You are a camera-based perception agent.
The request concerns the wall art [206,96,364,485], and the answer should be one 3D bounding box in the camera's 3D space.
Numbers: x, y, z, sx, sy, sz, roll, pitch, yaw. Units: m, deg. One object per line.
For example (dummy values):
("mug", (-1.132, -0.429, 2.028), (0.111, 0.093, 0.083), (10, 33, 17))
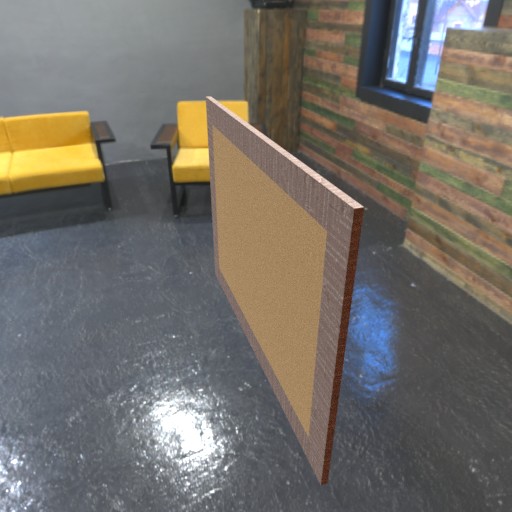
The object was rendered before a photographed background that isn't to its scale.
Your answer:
("wall art", (0.000, 0.000, 1.363), (0.020, 0.761, 1.056), (-10, 31, -17))
